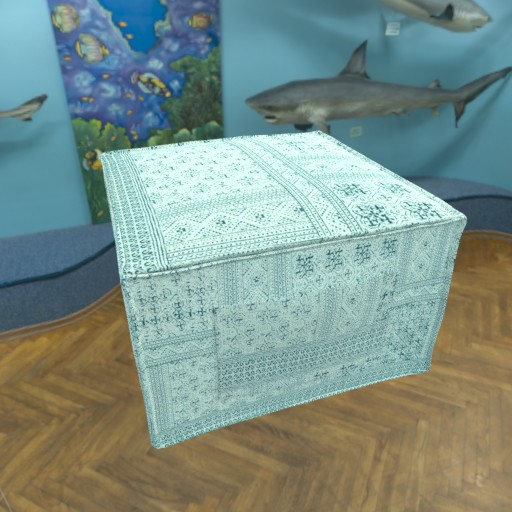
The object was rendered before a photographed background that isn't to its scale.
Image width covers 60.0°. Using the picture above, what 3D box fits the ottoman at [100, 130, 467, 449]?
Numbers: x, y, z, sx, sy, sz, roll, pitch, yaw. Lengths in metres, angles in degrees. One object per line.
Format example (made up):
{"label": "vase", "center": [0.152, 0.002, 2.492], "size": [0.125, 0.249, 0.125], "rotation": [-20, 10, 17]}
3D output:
{"label": "ottoman", "center": [0.000, 0.000, 1.040], "size": [0.617, 0.439, 0.626], "rotation": [-10, 32, -17]}
